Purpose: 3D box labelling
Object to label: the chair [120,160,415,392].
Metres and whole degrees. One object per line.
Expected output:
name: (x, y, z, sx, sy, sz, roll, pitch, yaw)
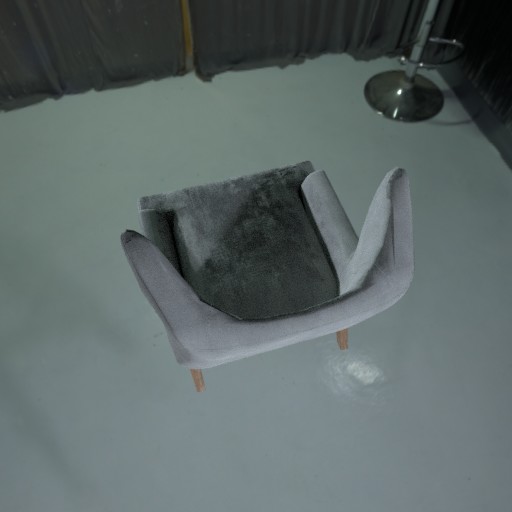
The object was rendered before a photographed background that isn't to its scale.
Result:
chair: (0.000, 0.000, 1.616, 0.784, 0.950, 0.906, -14, 59, -9)
